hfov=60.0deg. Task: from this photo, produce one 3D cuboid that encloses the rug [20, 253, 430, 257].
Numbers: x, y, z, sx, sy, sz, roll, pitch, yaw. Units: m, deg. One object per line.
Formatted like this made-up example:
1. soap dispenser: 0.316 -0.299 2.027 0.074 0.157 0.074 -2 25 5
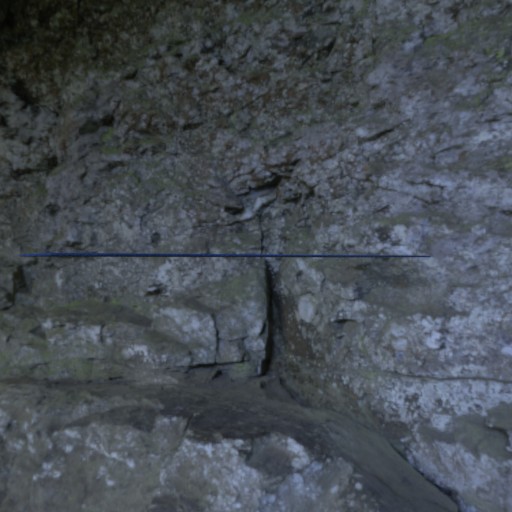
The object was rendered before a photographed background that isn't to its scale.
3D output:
1. rug: 0.000 0.000 2.677 2.448 0.012 0.769 0 0 -36
